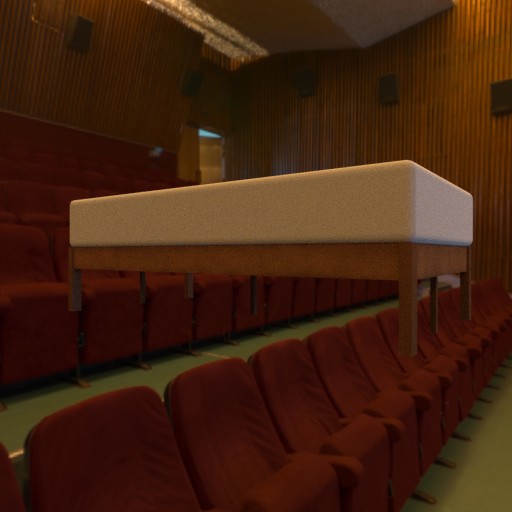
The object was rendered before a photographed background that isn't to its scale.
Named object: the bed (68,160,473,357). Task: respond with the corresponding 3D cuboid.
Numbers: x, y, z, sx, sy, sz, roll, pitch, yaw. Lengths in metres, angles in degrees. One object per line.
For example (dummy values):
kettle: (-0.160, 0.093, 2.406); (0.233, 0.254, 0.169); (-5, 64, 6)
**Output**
bed: (0.000, 0.000, 2.315); (1.902, 0.616, 0.961); (0, 0, 36)
